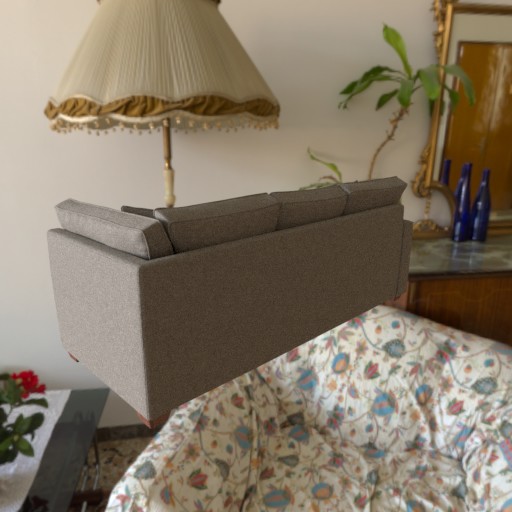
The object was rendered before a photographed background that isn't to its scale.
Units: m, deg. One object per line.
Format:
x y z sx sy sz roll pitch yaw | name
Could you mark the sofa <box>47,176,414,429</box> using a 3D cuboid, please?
0.000 0.000 2.943 2.317 0.962 1.061 -15 22 -43 | sofa
